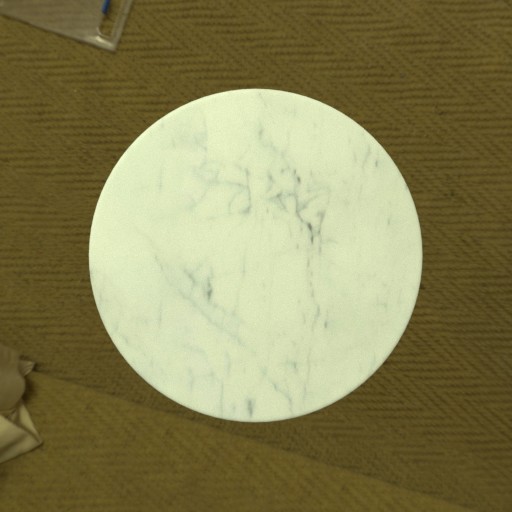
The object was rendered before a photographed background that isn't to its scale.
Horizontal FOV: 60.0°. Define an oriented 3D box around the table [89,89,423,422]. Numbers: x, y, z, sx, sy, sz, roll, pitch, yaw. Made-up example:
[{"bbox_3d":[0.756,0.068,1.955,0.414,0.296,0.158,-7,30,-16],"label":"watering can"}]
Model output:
[{"bbox_3d":[0.000,0.000,1.282,0.800,0.450,0.800,0,89,1],"label":"table"}]
